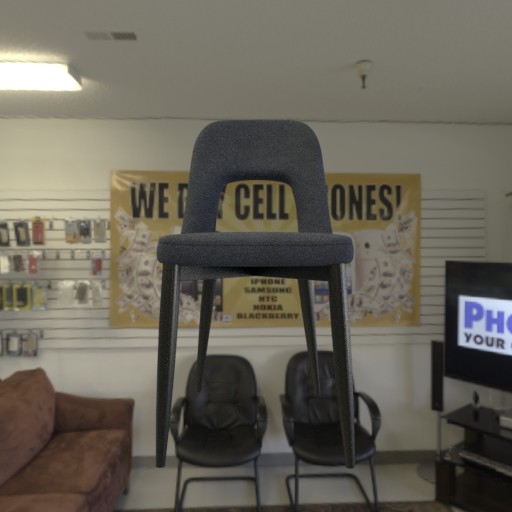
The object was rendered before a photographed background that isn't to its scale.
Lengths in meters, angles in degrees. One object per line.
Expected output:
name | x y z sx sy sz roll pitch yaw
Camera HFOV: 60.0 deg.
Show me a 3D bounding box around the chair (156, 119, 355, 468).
chair | 0.000 0.000 1.258 0.470 0.931 0.612 0 1 1
